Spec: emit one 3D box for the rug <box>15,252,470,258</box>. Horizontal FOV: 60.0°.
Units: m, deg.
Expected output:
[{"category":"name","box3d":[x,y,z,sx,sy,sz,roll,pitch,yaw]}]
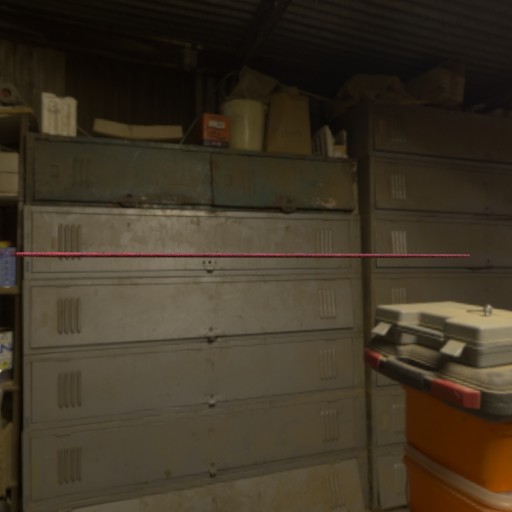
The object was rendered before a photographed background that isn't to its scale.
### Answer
[{"category":"rug","box3d":[0.000,0.000,2.663,2.439,0.018,0.813,0,0,-18]}]
